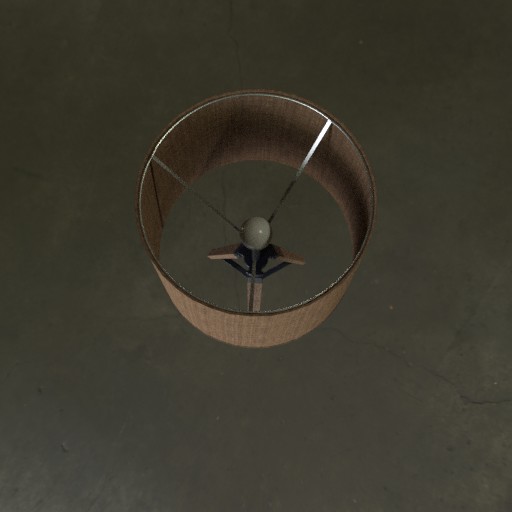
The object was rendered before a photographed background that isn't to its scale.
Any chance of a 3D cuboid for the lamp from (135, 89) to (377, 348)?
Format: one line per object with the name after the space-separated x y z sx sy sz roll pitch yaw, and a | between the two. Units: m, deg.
0.000 0.000 0.702 0.290 0.514 0.290 0 76 0 | lamp
